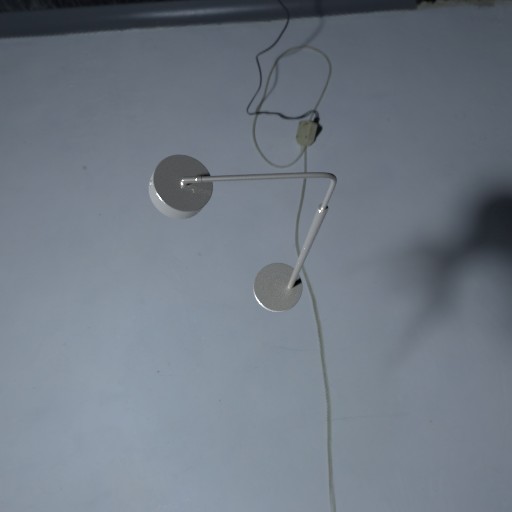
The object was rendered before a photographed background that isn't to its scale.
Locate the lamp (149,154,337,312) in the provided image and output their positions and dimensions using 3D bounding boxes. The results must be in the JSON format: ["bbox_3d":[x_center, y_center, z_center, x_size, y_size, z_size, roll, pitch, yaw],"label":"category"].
[{"bbox_3d":[0.000,0.000,1.438,0.421,1.250,0.222,-2,76,-1],"label":"lamp"}]
